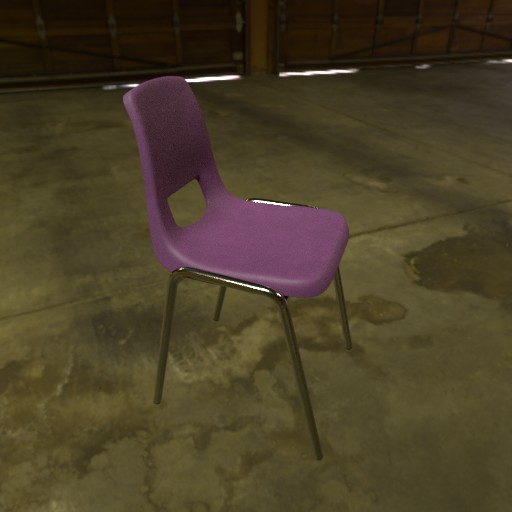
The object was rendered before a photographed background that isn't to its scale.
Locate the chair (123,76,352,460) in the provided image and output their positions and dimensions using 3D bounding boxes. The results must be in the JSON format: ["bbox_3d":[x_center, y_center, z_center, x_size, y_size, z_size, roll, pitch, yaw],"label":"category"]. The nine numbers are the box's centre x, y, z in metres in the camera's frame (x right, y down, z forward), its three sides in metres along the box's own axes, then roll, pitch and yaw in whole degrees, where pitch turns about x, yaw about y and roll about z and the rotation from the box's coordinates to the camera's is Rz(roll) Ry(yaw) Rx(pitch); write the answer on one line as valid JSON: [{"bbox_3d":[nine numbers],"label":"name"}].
[{"bbox_3d":[0.000,0.000,0.966,0.432,0.704,0.381,10,32,17],"label":"chair"}]
